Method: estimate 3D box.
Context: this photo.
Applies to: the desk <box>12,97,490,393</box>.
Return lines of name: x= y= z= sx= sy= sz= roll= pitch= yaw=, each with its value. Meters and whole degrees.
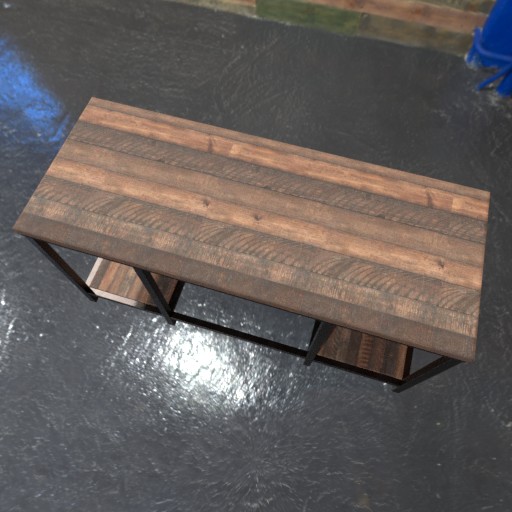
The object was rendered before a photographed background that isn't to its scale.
desk: x=0.000 y=0.000 z=1.873 sx=1.538 sy=0.753 sz=0.617 roll=15 pitch=66 yaw=7
